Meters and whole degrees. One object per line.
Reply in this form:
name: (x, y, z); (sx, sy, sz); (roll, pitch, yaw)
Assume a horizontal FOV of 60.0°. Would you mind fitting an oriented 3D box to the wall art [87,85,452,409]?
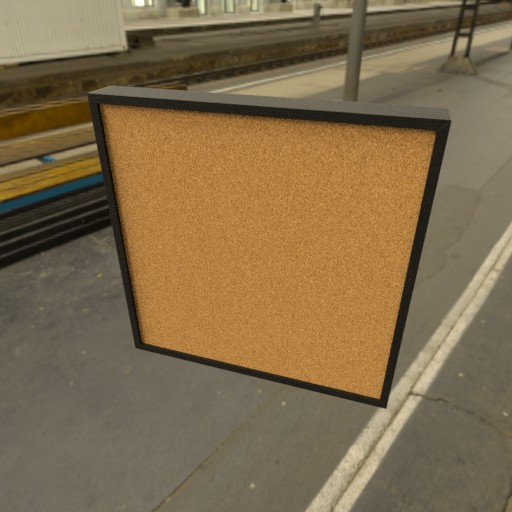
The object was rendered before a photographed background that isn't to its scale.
wall art: (0.000, 0.000, 0.450); (0.305, 0.305, 0.037); (9, 33, 15)
